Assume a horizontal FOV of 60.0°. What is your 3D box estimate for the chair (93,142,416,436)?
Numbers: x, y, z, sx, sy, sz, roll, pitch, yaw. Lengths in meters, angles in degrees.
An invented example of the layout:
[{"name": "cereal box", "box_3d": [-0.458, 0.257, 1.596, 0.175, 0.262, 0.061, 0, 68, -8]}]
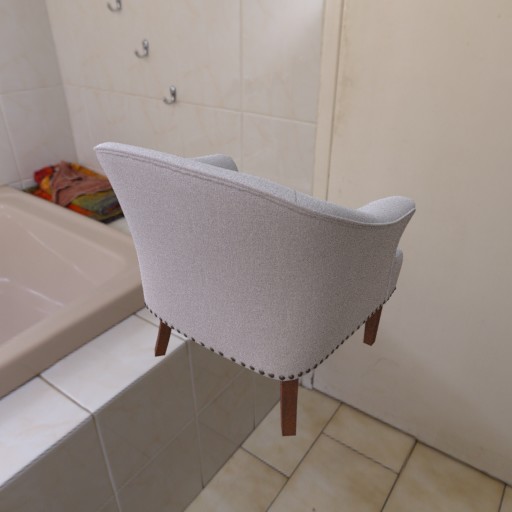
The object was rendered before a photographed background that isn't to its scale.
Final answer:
[{"name": "chair", "box_3d": [0.000, 0.000, 1.406, 0.798, 0.815, 0.704, 21, 36, 32]}]
